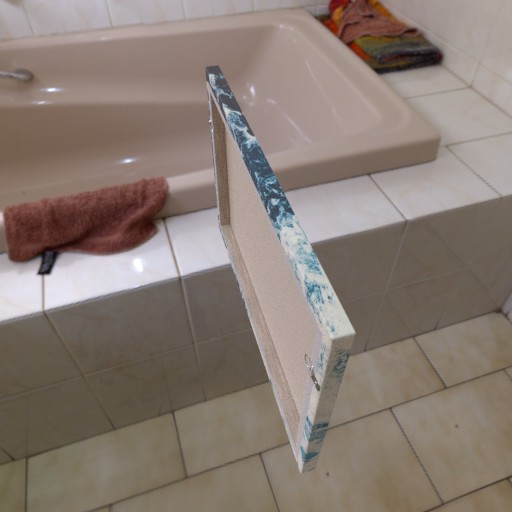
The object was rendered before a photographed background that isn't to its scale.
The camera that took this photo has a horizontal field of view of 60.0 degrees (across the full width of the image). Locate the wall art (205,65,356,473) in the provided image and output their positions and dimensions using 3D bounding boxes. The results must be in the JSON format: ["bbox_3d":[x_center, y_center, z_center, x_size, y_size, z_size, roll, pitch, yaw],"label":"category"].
[{"bbox_3d":[0.000,0.000,1.158,0.042,0.610,0.915,-12,48,-11],"label":"wall art"}]
